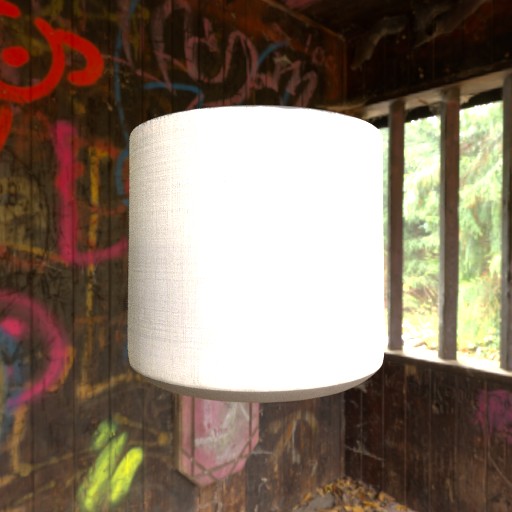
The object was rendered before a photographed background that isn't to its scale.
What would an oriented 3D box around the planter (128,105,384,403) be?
[{"bbox_3d":[0.000,0.000,0.396,0.221,0.201,0.221,0,1,0],"label":"planter"}]
